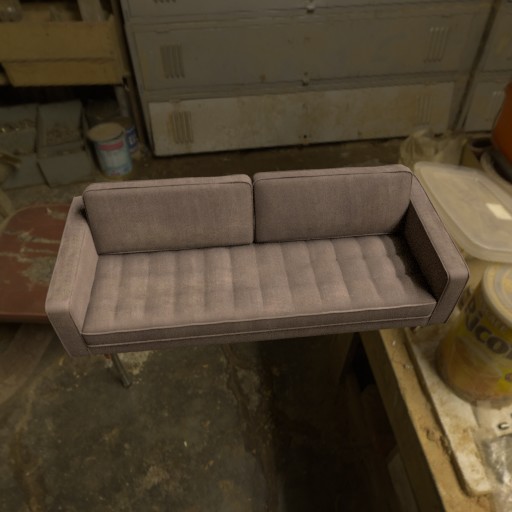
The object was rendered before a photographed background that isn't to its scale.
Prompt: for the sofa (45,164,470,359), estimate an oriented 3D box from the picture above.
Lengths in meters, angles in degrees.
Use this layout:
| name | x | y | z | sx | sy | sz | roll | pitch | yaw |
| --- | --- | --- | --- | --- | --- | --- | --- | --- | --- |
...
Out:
| name | x | y | z | sx | sy | sz | roll | pitch | yaw |
| --- | --- | --- | --- | --- | --- | --- | --- | --- | --- |
| sofa | 0.000 | 0.000 | 2.727 | 2.295 | 0.813 | 0.923 | -4 | 47 | -4 |
